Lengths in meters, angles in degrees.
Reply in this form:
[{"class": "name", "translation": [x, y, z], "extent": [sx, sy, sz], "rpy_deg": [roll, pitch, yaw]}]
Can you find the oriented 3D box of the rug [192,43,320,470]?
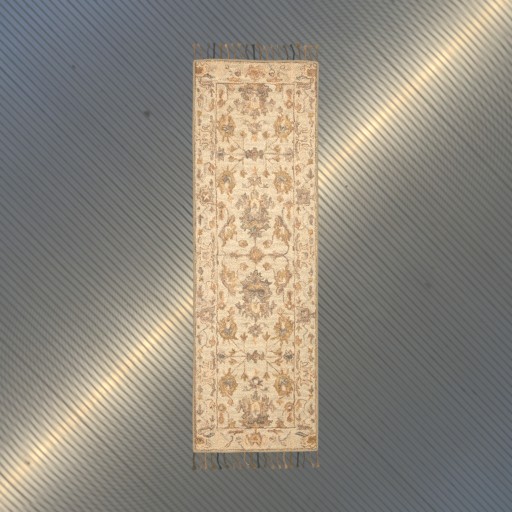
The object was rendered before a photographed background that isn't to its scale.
[{"class": "rug", "translation": [0.000, 0.000, 2.533], "extent": [0.729, 0.021, 2.438], "rpy_deg": [0, 90, -2]}]
